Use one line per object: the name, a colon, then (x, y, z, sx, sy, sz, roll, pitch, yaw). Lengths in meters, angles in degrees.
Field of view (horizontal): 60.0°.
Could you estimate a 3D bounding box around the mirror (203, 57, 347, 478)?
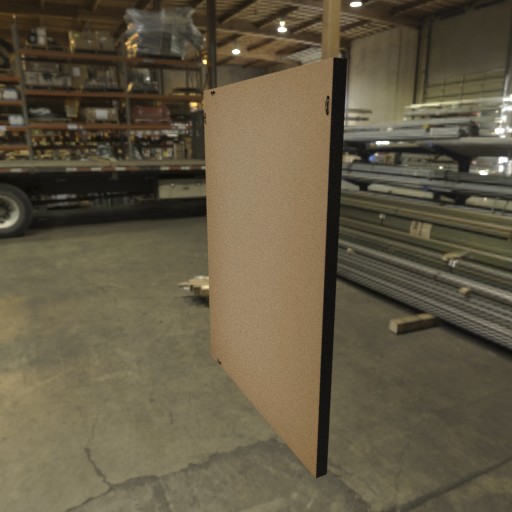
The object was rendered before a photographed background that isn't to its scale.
mirror: (0.000, 0.000, 1.360, 0.040, 1.016, 0.762, -7, 17, -26)
